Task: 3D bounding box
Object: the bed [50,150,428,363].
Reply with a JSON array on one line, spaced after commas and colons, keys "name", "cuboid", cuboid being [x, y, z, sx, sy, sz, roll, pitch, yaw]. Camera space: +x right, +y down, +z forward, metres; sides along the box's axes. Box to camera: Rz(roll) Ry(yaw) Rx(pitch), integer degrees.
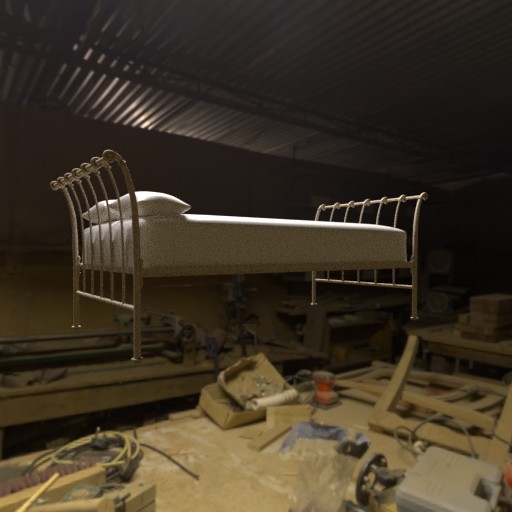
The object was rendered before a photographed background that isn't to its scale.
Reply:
[{"name": "bed", "cuboid": [0.000, 0.000, 2.822, 2.228, 0.873, 1.032, 0, 1, -36]}]
